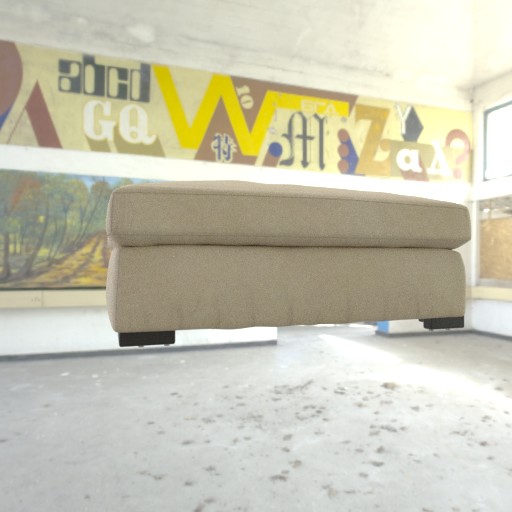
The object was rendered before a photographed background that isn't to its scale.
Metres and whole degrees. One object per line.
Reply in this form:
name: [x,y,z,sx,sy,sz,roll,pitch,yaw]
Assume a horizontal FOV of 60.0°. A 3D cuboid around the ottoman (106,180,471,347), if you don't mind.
ottoman: [0.000,0.000,1.885,1.205,0.522,1.190,0,-1,-18]
